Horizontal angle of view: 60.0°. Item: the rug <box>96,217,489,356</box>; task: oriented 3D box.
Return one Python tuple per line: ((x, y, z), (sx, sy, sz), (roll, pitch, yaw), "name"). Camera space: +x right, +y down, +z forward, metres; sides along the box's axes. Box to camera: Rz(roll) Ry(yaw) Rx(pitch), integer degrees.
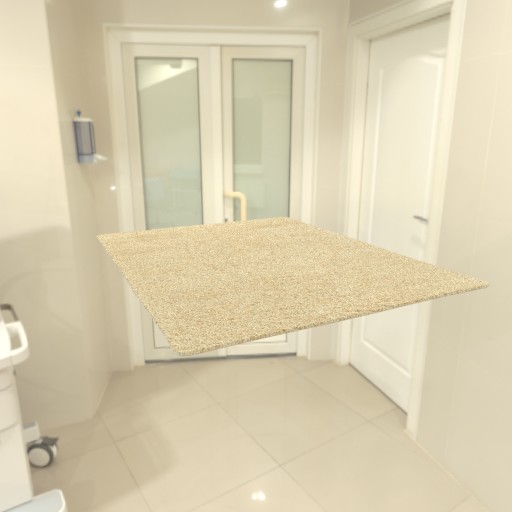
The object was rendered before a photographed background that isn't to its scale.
((0.000, 0.000, 4.051), (2.401, 0.025, 3.001), (-8, 18, -26), "rug")
